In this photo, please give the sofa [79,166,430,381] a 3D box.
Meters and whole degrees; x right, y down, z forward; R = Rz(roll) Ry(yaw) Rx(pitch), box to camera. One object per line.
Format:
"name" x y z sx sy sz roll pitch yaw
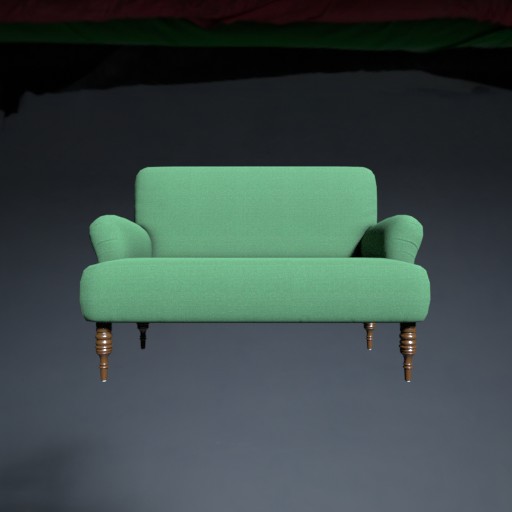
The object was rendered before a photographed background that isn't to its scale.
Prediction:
"sofa" 0.000 0.000 1.877 1.297 0.889 0.779 0 0 0
